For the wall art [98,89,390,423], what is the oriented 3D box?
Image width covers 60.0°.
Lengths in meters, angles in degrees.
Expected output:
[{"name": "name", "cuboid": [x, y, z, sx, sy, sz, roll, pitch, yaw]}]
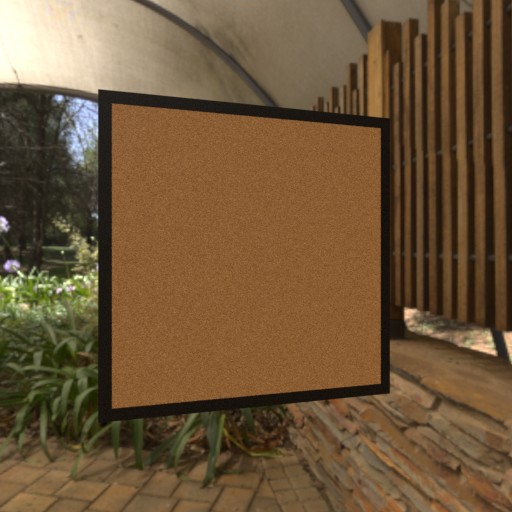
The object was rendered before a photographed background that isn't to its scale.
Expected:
[{"name": "wall art", "cuboid": [0.000, 0.000, 1.137, 0.762, 0.762, 0.038, 0, 0, -16]}]
